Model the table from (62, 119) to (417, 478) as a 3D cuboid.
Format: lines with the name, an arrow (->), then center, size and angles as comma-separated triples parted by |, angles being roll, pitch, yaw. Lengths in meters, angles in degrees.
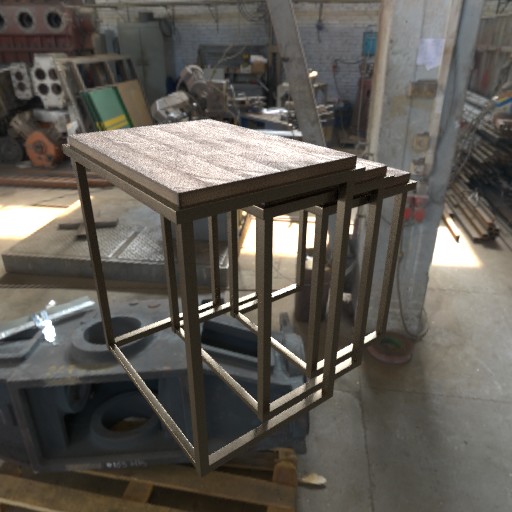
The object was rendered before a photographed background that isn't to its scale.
table -> 0.000, 0.000, 1.144 | 0.706, 0.610, 0.559 | -18, 32, -33
